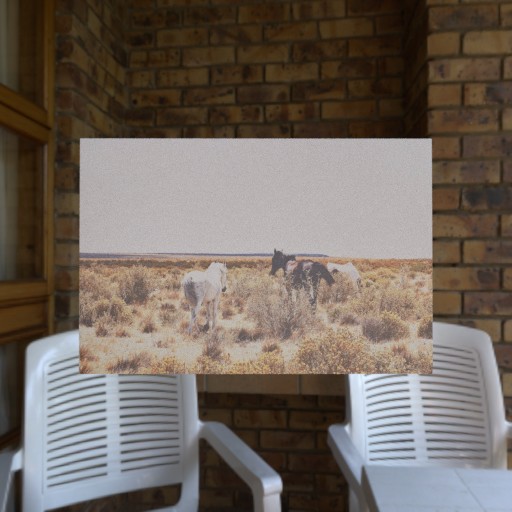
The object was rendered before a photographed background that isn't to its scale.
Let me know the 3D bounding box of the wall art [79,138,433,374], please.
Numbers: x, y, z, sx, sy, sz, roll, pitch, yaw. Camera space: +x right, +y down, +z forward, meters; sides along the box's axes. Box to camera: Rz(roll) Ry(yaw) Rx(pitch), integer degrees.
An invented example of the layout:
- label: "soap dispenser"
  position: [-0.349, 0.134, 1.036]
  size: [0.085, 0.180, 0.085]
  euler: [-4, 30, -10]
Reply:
- label: "wall art"
  position: [0.000, 0.000, 1.171]
  size: [0.914, 0.610, 0.050]
  euler: [0, -1, 0]
